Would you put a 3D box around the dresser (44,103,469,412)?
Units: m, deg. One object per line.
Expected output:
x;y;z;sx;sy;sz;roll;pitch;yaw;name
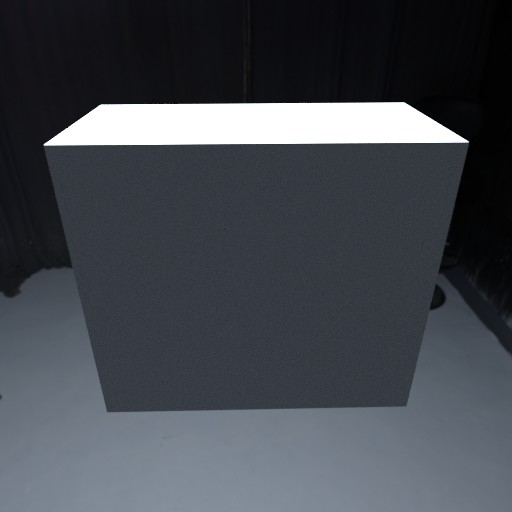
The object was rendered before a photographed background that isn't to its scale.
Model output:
0.000;0.000;1.227;0.830;0.740;0.420;-1;30;-1;dresser
